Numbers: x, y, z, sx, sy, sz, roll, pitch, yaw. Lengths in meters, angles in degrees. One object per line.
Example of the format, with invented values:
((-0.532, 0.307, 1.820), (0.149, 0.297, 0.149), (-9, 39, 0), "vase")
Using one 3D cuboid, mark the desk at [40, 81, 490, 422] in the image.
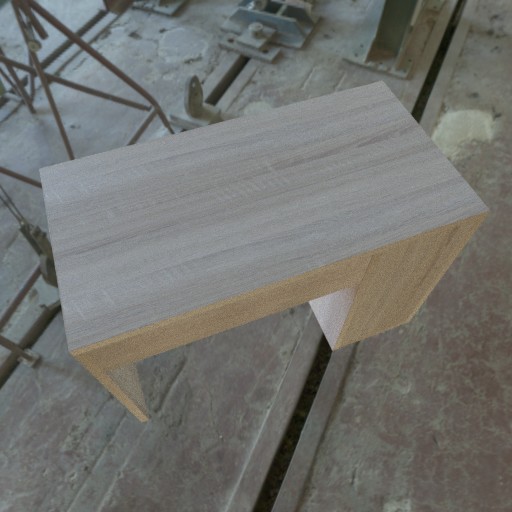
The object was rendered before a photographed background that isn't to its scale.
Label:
((0.000, 0.000, 1.528), (1.100, 0.731, 0.600), (-18, 60, -11), "desk")
